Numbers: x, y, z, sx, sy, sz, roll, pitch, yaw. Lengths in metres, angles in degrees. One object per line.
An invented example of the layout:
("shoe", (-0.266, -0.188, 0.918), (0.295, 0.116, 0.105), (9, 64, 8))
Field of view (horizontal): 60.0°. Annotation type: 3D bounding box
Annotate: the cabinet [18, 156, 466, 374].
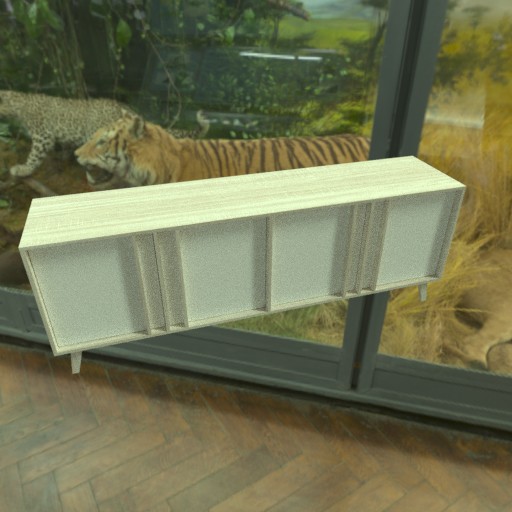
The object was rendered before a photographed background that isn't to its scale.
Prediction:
("cabinet", (0.000, 0.000, 2.508), (2.200, 0.780, 0.500), (-9, 33, -14))
